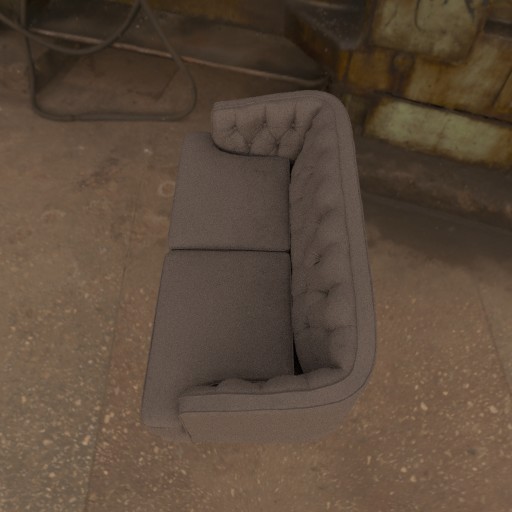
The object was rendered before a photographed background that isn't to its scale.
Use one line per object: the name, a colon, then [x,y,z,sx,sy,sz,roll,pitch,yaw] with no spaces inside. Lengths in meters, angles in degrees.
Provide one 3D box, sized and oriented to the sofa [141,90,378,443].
sofa: [0.000,0.000,2.278,0.941,0.855,1.733,1,58,1]
